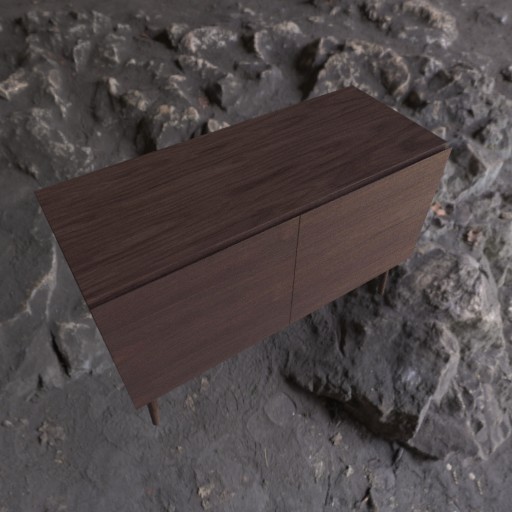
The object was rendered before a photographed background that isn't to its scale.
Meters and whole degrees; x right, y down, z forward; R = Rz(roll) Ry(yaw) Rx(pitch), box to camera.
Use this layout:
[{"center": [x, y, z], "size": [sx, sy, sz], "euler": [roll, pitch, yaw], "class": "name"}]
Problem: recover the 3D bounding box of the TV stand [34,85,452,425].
[{"center": [0.000, 0.000, 1.356], "size": [0.990, 0.660, 0.405], "euler": [-25, 52, -22], "class": "TV stand"}]
